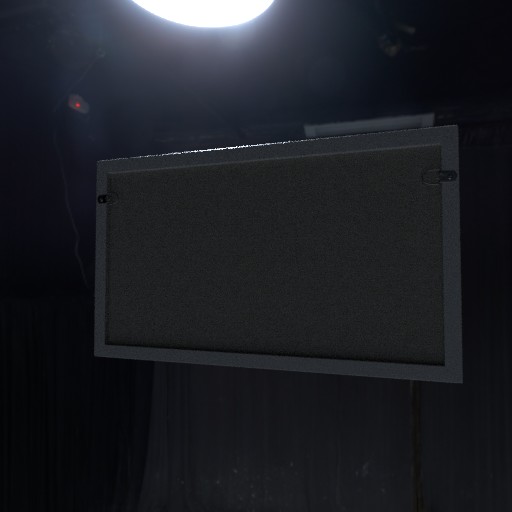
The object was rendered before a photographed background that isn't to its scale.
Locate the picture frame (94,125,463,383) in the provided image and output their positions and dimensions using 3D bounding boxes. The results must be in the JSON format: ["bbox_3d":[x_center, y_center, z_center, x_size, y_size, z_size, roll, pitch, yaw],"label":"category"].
[{"bbox_3d":[0.000,0.000,0.773,0.647,0.379,0.044,-1,-2,19],"label":"picture frame"}]
